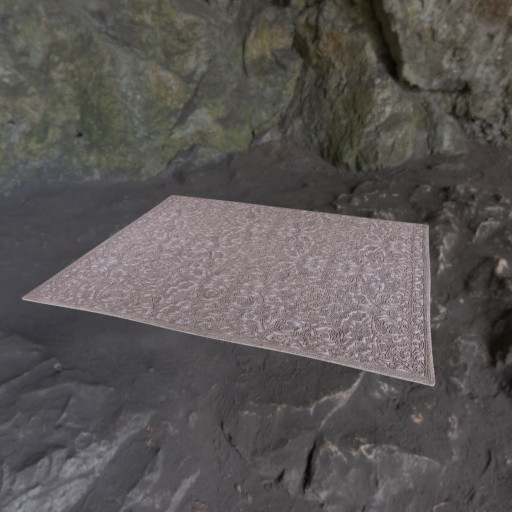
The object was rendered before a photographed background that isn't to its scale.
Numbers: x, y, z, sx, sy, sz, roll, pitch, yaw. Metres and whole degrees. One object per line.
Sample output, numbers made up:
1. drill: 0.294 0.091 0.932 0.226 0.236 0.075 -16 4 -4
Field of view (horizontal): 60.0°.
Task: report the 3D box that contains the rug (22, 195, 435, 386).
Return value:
1. rug: 0.000 0.000 4.045 3.017 0.035 2.472 9 29 16
